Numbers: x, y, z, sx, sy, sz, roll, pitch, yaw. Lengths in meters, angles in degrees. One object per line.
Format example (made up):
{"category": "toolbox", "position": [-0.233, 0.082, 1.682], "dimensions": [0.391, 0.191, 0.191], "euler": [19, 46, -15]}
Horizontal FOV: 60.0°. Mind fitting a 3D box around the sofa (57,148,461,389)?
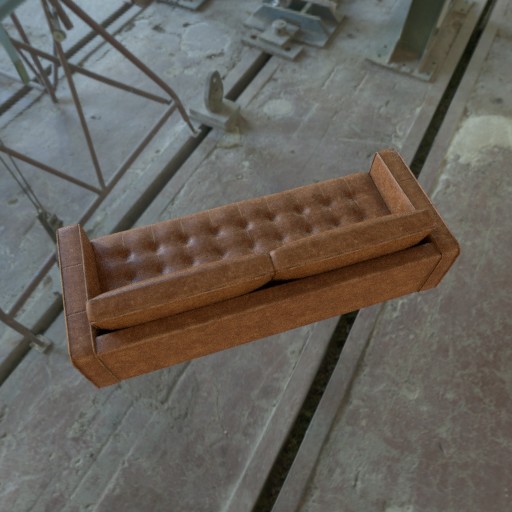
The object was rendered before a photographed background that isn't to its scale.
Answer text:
{"category": "sofa", "position": [0.000, 0.000, 2.695], "dimensions": [2.199, 0.779, 0.886], "euler": [-15, 60, -9]}
